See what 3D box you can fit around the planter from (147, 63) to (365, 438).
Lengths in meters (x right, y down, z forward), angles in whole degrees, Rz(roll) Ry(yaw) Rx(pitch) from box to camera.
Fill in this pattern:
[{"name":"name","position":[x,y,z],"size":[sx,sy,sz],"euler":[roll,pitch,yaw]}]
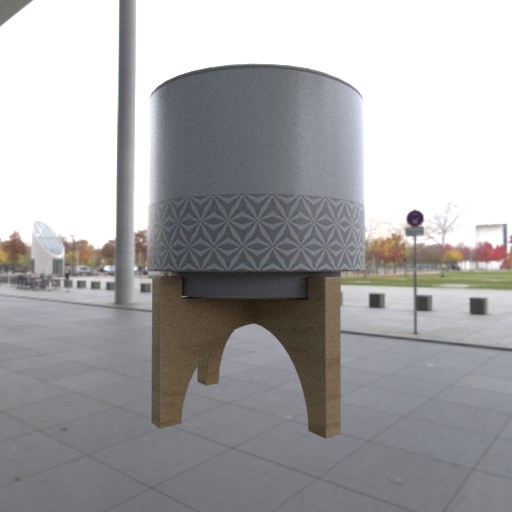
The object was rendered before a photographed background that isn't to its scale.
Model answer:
[{"name":"planter","position":[0.000,0.000,0.393],"size":[0.188,0.260,0.188],"euler":[0,-1,0]}]
